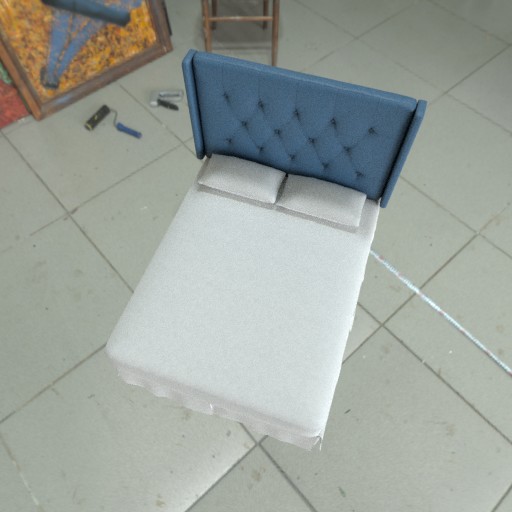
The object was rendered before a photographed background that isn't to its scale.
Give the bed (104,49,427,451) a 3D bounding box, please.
[{"bbox_3d":[0.000,0.000,3.250,1.719,1.665,2.078,17,61,10],"label":"bed"}]
